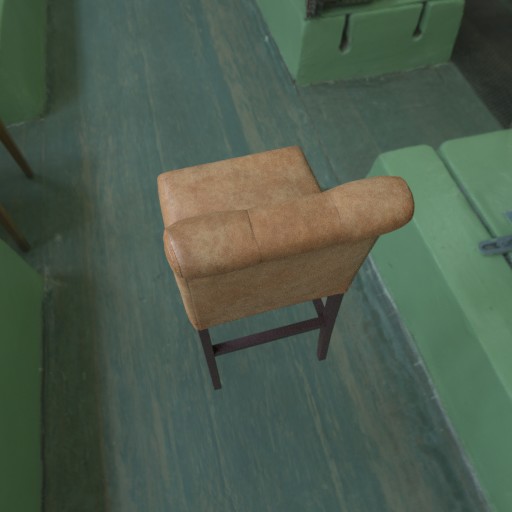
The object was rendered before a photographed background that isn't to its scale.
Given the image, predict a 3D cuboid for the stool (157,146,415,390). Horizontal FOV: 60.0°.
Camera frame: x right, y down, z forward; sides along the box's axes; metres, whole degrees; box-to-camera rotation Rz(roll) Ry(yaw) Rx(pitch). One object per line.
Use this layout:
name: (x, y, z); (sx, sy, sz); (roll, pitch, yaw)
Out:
stool: (0.000, 0.000, 1.347); (0.493, 1.047, 0.601); (-13, 59, -8)
